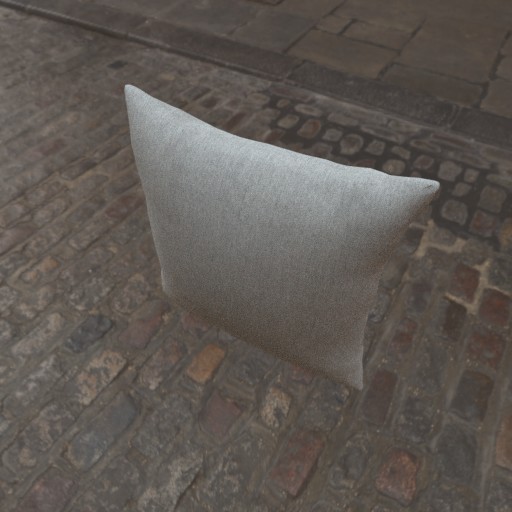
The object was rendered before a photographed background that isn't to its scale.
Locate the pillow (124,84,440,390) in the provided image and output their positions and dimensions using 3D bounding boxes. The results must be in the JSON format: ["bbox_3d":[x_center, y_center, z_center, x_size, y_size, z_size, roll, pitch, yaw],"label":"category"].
[{"bbox_3d":[0.000,0.000,0.687,0.433,0.436,0.173,23,51,20],"label":"pillow"}]
